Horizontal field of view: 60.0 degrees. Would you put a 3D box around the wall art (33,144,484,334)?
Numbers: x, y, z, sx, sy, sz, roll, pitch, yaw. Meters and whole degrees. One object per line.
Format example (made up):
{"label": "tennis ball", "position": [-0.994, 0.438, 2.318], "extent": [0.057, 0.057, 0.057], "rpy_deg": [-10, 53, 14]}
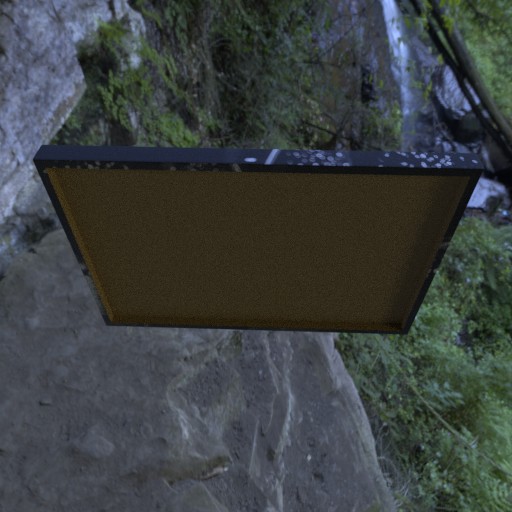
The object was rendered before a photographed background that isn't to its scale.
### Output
{"label": "wall art", "position": [0.000, 0.000, 0.757], "extent": [0.609, 0.406, 0.037], "rpy_deg": [1, 48, 1]}
